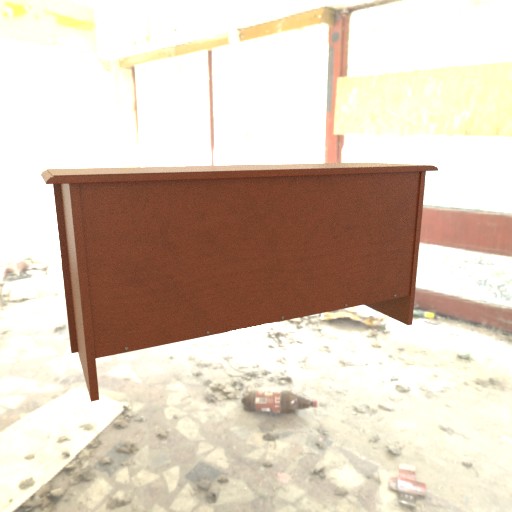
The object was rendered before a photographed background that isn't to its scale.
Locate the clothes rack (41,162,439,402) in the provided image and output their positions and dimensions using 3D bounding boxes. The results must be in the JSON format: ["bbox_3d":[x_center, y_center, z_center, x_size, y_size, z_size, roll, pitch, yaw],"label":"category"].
[{"bbox_3d":[0.000,0.000,1.502,1.251,0.594,0.362,-7,16,-26],"label":"clothes rack"}]
